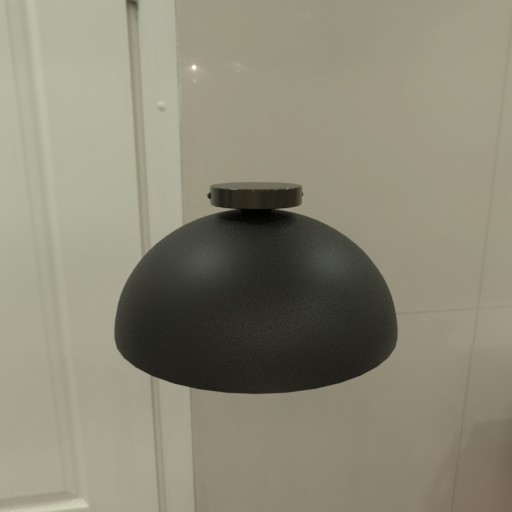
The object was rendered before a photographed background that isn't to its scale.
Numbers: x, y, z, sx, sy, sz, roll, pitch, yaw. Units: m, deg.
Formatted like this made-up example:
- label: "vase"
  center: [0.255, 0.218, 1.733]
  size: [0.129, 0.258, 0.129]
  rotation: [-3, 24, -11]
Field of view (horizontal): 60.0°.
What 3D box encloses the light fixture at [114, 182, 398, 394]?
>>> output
- label: "light fixture"
  center: [0.000, 0.000, 0.561]
  size: [0.355, 0.177, 0.355]
  rotation: [0, 14, 0]
